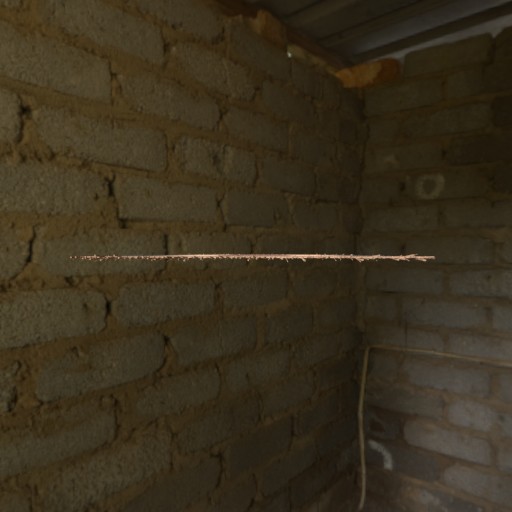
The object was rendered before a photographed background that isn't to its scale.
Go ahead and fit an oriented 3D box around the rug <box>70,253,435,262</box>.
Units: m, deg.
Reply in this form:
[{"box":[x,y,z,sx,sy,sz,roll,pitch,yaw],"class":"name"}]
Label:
[{"box":[0.000,0.000,2.473,1.224,0.027,2.021,0,0,1],"class":"rug"}]
